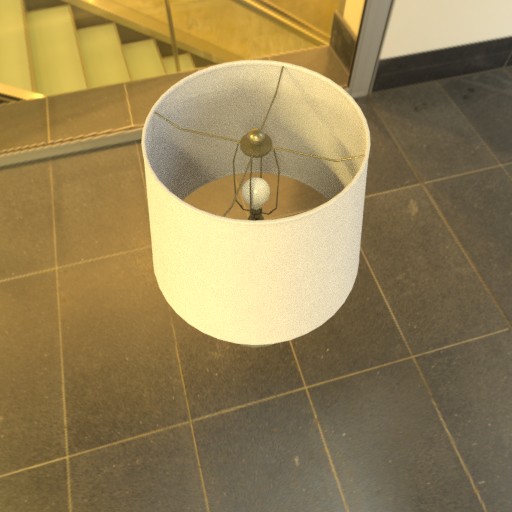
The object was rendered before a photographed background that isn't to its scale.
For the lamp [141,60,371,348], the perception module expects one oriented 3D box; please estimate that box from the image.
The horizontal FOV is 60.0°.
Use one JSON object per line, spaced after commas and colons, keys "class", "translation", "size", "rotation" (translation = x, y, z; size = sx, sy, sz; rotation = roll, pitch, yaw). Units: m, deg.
{"class": "lamp", "translation": [0.000, 0.000, 0.537], "size": [0.239, 0.399, 0.239], "rotation": [0, 59, 0]}
